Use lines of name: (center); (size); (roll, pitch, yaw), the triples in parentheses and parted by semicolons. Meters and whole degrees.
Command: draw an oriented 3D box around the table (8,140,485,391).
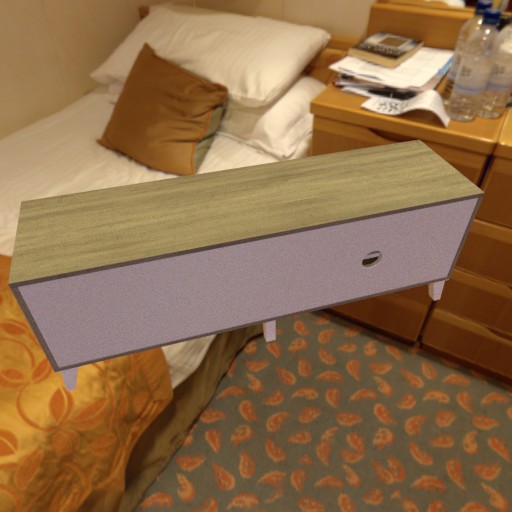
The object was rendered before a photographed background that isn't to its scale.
table: (0.000, 0.000, 1.660); (1.500, 0.530, 0.400); (-11, 43, -12)
